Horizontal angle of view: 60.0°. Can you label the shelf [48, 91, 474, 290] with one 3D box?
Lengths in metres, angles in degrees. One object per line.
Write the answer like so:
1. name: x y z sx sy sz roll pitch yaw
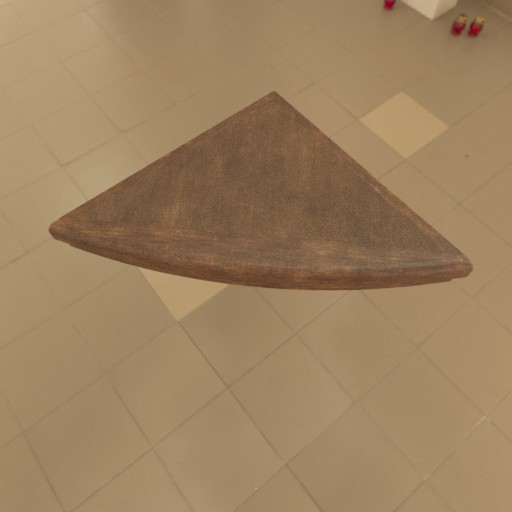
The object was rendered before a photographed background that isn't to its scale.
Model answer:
1. shelf: 0.000 0.000 0.466 0.310 0.050 0.310 -36 68 -17
